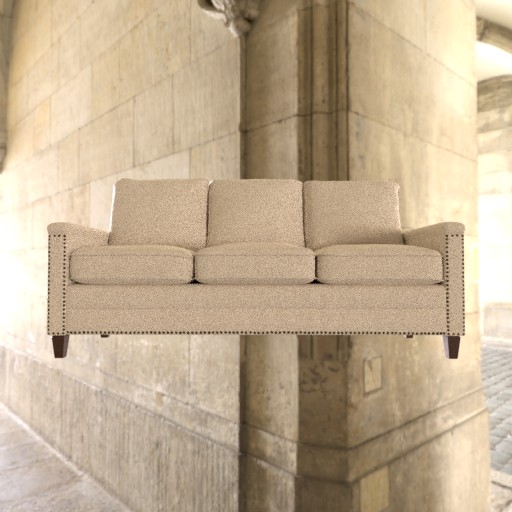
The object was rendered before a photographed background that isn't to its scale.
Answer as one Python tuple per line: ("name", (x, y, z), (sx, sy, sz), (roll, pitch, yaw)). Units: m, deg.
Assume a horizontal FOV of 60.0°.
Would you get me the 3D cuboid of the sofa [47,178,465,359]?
("sofa", (0.000, 0.000, 2.414), (1.925, 0.961, 0.828), (0, -1, 1))
